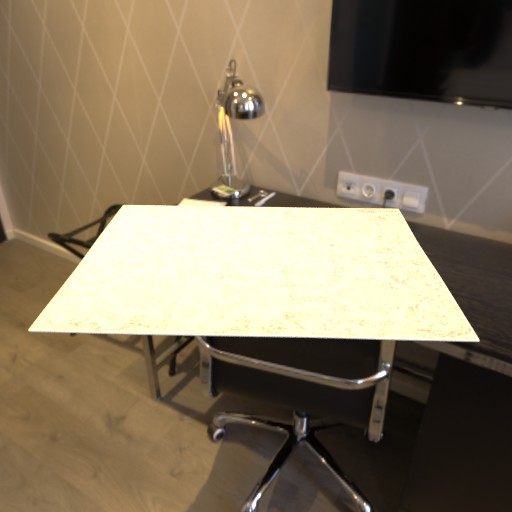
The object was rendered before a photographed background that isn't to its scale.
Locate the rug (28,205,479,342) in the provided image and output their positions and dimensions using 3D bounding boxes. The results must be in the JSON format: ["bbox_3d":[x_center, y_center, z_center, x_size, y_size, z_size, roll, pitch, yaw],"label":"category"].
[{"bbox_3d":[0.000,0.000,2.851,2.202,0.014,1.598,1,29,2],"label":"rug"}]
